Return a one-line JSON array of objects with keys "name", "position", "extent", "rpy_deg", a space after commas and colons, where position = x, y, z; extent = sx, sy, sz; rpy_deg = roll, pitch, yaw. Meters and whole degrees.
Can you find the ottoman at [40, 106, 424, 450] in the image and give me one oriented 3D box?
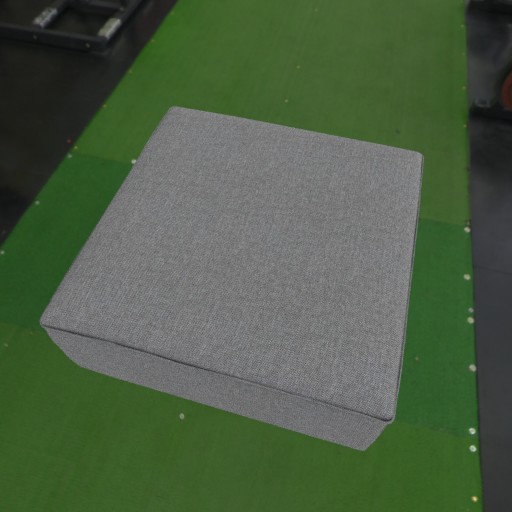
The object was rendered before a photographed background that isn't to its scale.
[{"name": "ottoman", "position": [0.000, 0.000, 1.574], "extent": [1.017, 0.423, 1.023], "rpy_deg": [14, 57, 9]}]
